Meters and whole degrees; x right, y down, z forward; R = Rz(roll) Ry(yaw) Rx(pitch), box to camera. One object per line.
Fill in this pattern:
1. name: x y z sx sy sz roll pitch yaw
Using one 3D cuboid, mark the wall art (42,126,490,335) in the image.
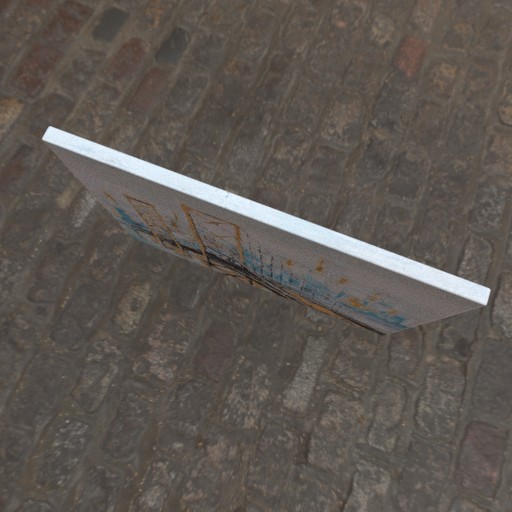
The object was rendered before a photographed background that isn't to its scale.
1. wall art: 0.000 0.000 1.312 1.016 0.762 0.038 21 76 5
